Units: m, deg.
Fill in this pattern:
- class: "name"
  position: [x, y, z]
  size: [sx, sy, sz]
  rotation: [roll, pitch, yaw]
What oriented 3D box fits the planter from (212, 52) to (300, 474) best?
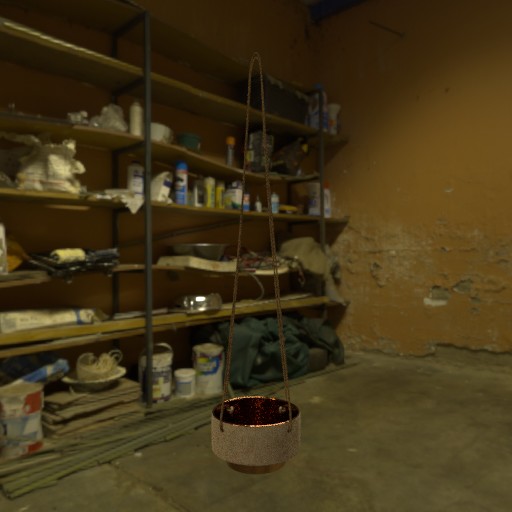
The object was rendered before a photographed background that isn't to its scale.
- class: "planter"
  position: [0.000, 0.000, 1.123]
  size: [0.223, 1.030, 0.223]
  rotation: [0, -1, 0]
